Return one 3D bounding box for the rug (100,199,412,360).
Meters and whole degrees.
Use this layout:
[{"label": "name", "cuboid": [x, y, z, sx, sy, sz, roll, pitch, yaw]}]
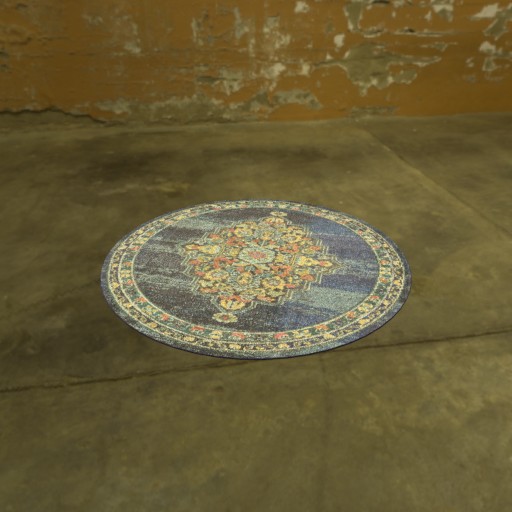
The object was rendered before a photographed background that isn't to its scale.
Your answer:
[{"label": "rug", "cuboid": [0.000, 0.000, 2.368, 1.591, 0.010, 1.591, 0, 30, 0]}]
